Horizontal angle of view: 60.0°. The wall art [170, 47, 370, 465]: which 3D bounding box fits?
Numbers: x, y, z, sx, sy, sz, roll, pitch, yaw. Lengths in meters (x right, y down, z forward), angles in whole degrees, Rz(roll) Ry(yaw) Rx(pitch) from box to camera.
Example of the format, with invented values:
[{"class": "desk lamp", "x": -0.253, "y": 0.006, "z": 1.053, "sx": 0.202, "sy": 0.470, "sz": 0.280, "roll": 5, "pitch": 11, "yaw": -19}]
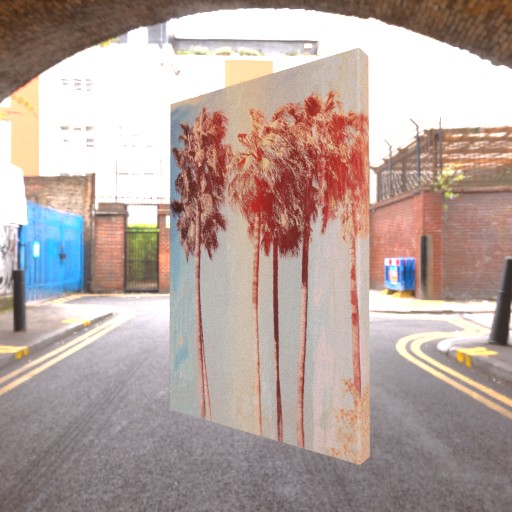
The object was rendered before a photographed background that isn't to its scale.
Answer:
[{"class": "wall art", "x": 0.000, "y": 0.000, "z": 0.776, "sx": 0.401, "sy": 0.610, "sz": 0.038, "roll": 0, "pitch": -1, "yaw": 36}]
